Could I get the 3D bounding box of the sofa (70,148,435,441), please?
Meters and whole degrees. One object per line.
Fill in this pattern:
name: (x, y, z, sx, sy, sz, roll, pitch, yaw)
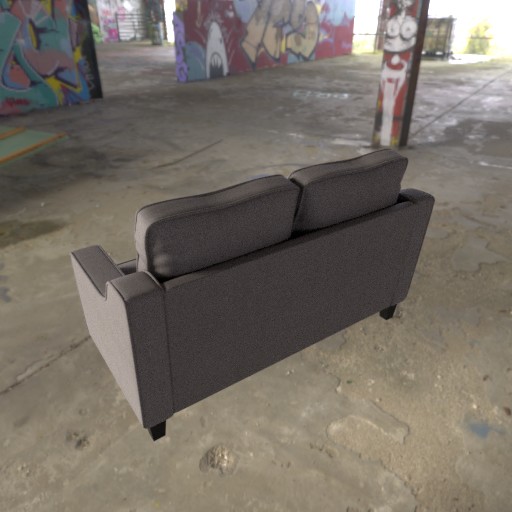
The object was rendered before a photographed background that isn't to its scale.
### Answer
sofa: (0.000, 0.000, 2.098, 1.500, 0.948, 0.791, -19, 34, -30)
